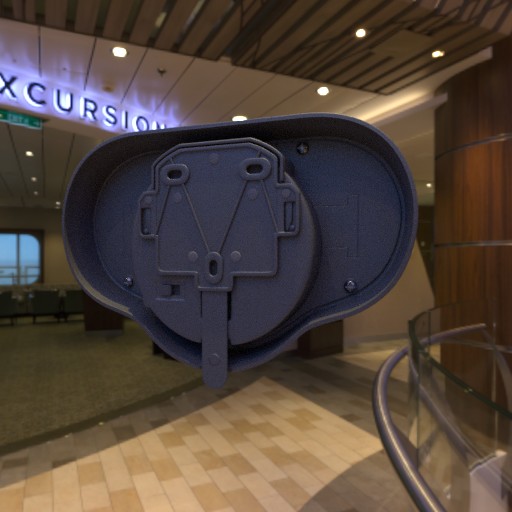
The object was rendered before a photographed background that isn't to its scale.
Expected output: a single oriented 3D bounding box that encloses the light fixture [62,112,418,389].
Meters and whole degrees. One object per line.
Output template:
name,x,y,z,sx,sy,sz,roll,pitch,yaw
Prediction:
light fixture,0.000,0.000,0.338,0.229,0.159,0.159,0,0,19
